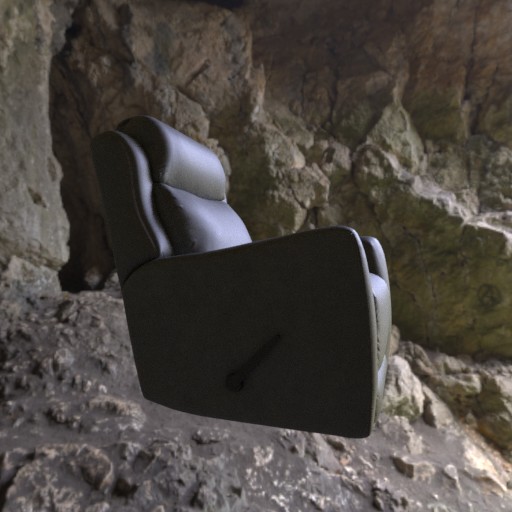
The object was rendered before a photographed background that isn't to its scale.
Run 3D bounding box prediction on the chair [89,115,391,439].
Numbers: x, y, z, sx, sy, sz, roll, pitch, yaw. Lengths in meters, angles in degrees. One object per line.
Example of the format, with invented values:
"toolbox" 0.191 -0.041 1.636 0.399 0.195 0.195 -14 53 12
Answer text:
"chair" 0.000 0.000 1.874 1.068 1.116 0.967 0 0 20
